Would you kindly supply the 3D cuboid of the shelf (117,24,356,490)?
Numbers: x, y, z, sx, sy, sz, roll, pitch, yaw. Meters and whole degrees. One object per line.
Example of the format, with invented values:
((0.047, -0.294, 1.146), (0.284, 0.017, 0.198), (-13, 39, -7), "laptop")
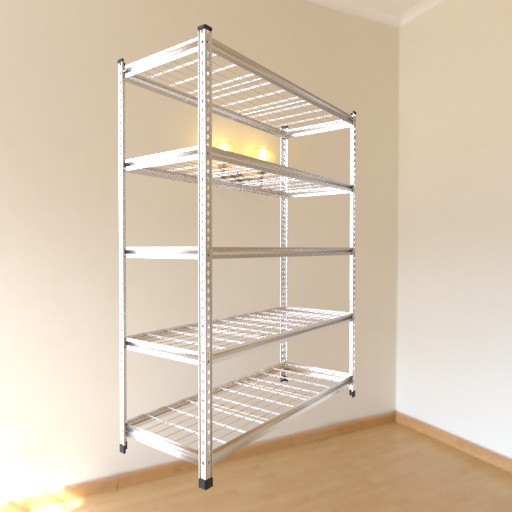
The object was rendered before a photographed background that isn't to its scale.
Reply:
((0.000, 0.000, 2.671), (0.610, 1.981, 1.524), (1, 1, 37), "shelf")
